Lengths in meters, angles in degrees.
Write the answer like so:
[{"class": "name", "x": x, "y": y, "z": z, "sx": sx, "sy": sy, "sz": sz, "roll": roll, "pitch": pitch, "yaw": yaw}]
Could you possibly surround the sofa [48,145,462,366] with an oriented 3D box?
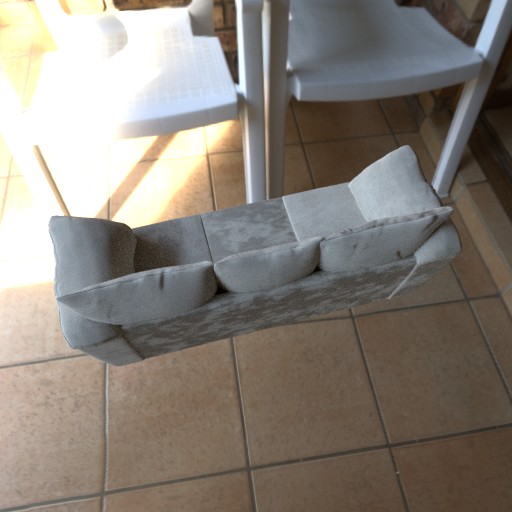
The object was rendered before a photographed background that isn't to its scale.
[{"class": "sofa", "x": 0.000, "y": 0.000, "z": 2.849, "sx": 2.377, "sy": 0.981, "sz": 0.893, "roll": -13, "pitch": 60, "yaw": -8}]
